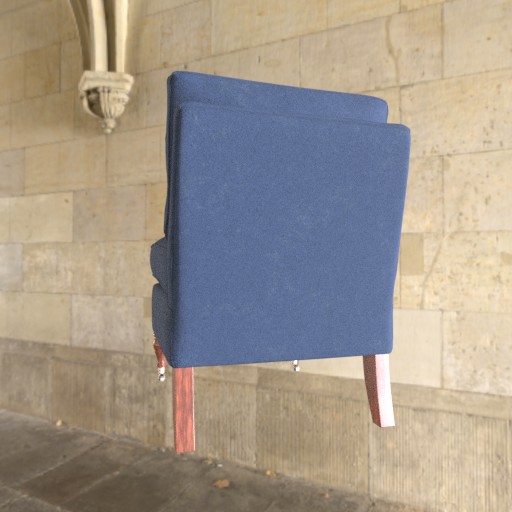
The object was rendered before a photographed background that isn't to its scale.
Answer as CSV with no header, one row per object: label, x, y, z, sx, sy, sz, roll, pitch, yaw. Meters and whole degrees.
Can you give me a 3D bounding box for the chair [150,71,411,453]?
chair,0.000,0.000,1.622,0.724,1.052,0.912,0,-1,-17
